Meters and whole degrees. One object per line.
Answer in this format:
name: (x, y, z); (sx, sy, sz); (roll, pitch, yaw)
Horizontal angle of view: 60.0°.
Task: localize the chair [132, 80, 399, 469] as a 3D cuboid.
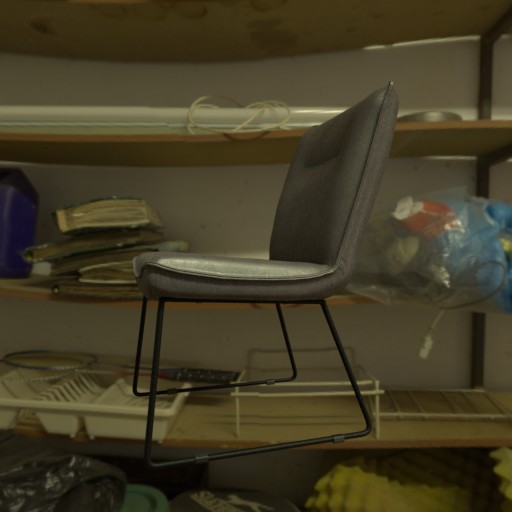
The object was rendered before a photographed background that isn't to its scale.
chair: (0.000, 0.000, 1.305); (0.688, 0.932, 0.515); (0, 1, -18)
